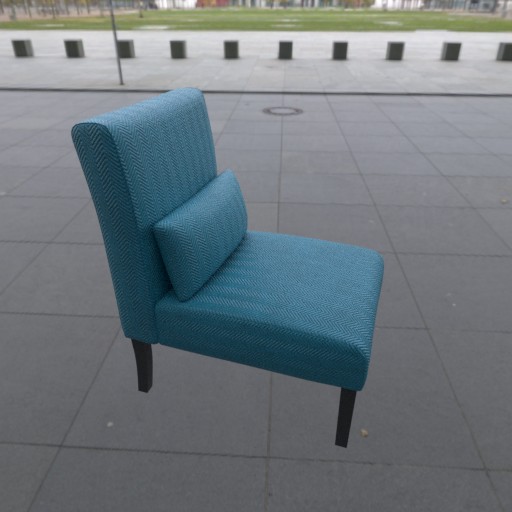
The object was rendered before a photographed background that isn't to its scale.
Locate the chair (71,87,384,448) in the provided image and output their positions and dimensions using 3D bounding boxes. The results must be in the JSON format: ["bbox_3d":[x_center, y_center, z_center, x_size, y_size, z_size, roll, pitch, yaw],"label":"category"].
[{"bbox_3d":[0.000,0.000,1.442,0.808,0.927,0.579,9,31,16],"label":"chair"}]
